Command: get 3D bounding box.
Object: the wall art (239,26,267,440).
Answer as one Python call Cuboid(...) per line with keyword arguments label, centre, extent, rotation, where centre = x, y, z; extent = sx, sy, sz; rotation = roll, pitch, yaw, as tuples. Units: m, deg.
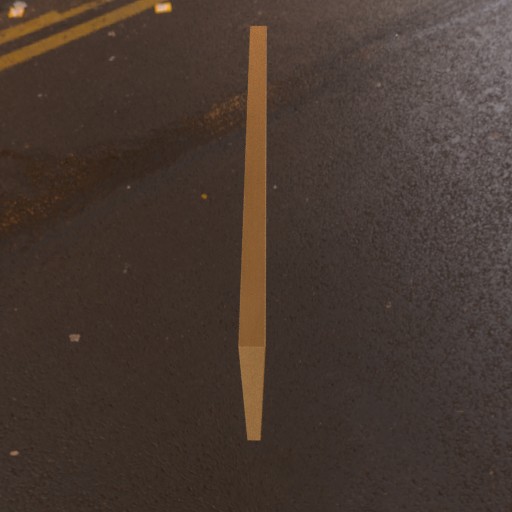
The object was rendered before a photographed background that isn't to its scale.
Cuboid(label="wall art", centre=(0.000, 0.000, 1.135), extent=(0.037, 0.763, 0.763), rotation=(1, 58, 0))
